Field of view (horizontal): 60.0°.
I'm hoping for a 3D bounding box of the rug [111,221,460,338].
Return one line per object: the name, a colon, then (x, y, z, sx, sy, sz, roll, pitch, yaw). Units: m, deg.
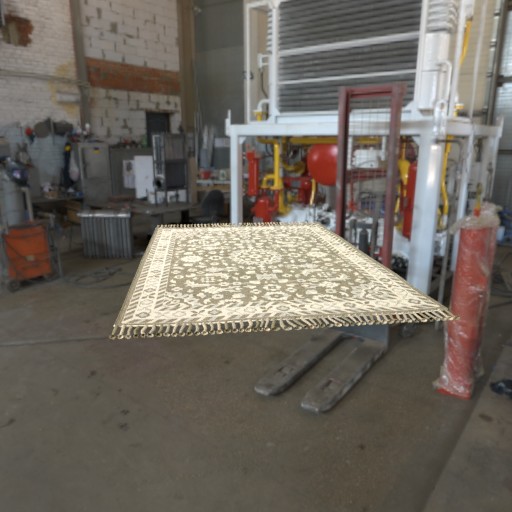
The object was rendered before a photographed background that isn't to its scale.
rug: (0.000, 0.000, 3.037, 1.530, 0.025, 2.431, -2, 15, -7)
